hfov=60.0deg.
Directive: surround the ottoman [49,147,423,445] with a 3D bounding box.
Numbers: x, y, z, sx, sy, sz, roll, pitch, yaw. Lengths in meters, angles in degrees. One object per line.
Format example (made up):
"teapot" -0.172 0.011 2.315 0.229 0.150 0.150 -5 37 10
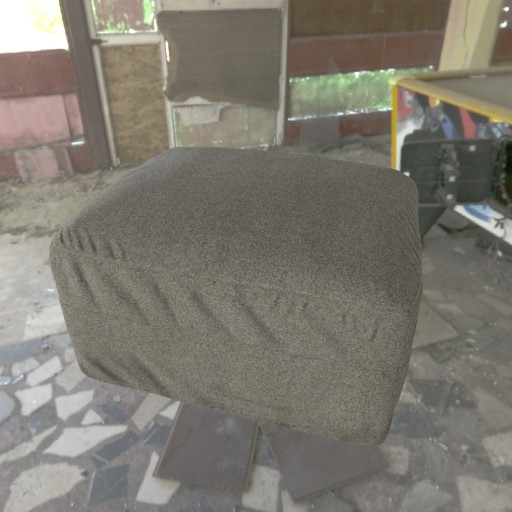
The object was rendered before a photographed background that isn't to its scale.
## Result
"ottoman" 0.000 0.000 1.211 0.837 0.481 0.683 9 34 14
